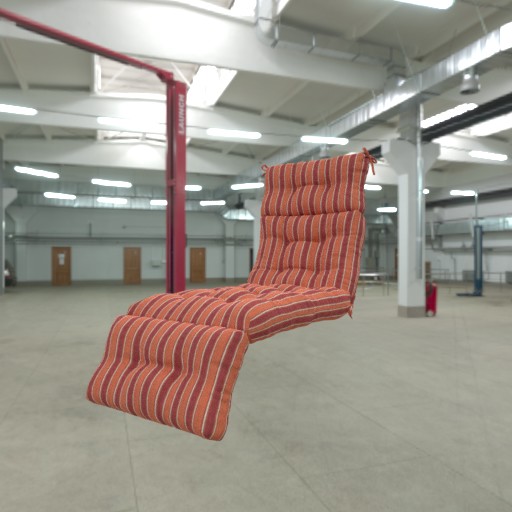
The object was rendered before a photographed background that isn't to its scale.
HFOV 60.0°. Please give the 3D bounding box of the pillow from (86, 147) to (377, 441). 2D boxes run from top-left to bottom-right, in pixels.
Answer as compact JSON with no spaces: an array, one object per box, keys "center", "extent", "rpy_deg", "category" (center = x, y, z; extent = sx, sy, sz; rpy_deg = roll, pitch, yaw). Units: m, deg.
[{"center":[0.000,0.000,1.528],"extent":[0.526,0.863,1.016],"rpy_deg":[0,0,36],"category":"pillow"}]
